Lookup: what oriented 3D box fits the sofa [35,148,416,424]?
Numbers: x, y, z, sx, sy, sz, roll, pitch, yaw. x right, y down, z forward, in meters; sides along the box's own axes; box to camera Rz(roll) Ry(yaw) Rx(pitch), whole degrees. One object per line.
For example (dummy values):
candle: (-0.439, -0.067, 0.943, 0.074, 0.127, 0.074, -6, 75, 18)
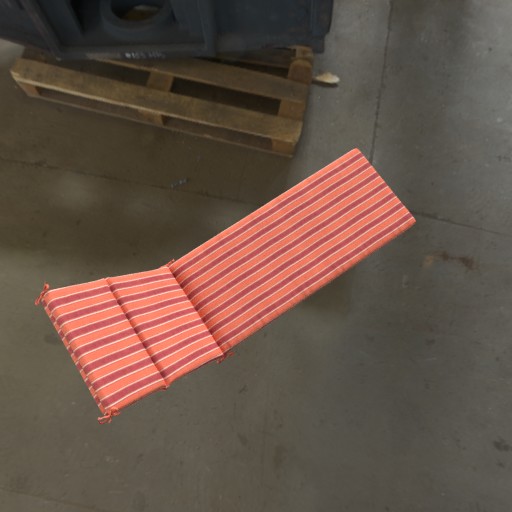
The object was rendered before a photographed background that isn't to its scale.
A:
sofa: (0.000, 0.000, 1.983, 1.663, 0.622, 0.582, -33, 77, -8)
